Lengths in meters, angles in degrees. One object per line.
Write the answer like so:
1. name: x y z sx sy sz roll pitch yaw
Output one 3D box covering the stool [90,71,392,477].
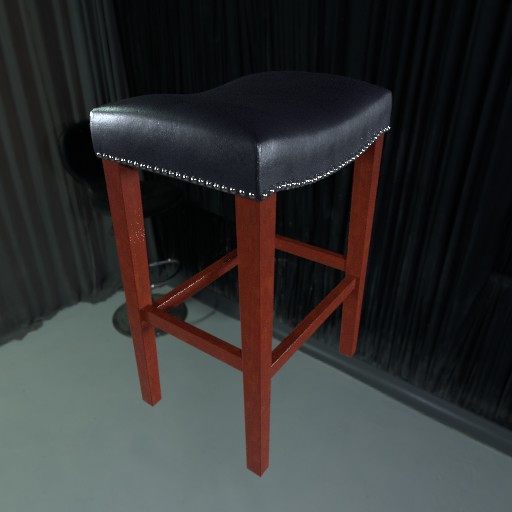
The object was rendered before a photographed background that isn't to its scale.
1. stool: 0.000 0.000 1.016 0.372 0.742 0.504 19 35 30
